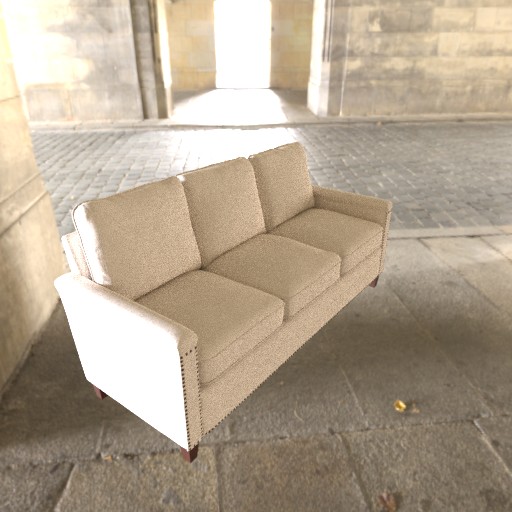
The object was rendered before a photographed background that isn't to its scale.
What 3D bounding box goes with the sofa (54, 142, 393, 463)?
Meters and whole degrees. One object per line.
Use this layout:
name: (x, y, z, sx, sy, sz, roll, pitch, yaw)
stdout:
sofa: (0.000, 0.000, 2.466, 0.828, 0.961, 1.925, 18, 31, 33)
